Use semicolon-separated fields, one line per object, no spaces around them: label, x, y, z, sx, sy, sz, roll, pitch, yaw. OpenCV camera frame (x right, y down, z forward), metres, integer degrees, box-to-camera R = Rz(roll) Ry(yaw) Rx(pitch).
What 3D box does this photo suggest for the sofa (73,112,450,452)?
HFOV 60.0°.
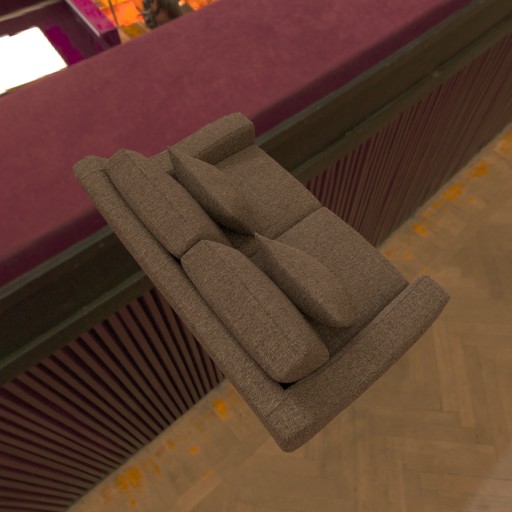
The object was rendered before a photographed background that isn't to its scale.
sofa;0.000;0.000;2.435;1.120;0.991;1.778;-34;65;-19
